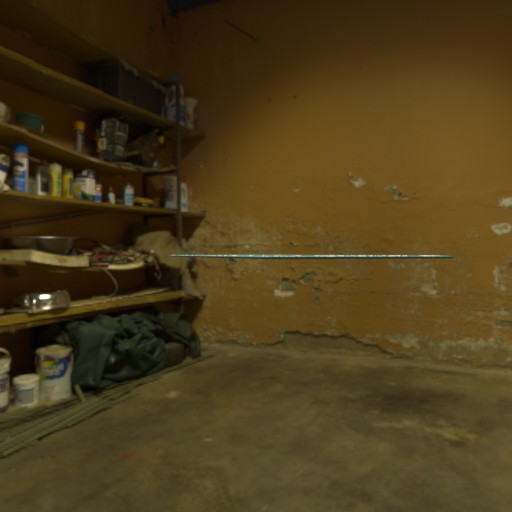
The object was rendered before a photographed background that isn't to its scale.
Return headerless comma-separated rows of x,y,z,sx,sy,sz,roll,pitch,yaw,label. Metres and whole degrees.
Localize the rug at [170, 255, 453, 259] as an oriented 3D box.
0.000,0.000,2.408,0.662,0.011,2.196,0,0,-18,rug
